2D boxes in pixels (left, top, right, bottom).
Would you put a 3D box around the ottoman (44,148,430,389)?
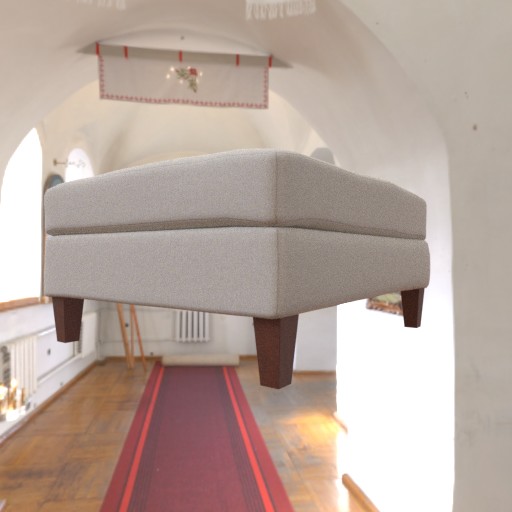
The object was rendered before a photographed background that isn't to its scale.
[{"bbox_3d":[0.000,0.000,1.411,0.836,0.492,0.976,0,0,36],"label":"ottoman"}]
